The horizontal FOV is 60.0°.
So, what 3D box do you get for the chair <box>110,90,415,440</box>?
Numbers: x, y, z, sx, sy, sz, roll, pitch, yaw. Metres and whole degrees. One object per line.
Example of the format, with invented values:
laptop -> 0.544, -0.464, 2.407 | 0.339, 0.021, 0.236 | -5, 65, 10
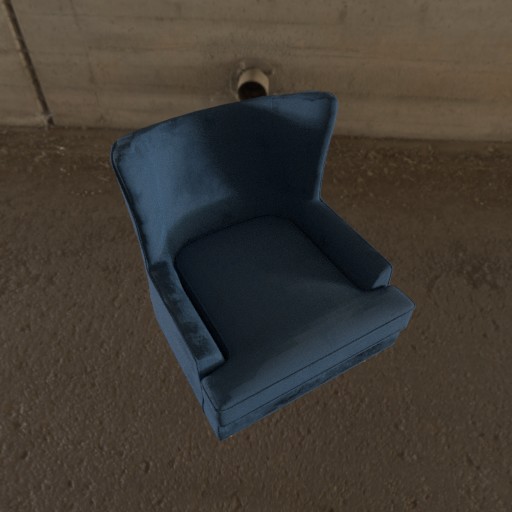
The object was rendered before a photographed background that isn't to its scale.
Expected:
chair -> 0.000, 0.000, 1.635 | 0.793, 0.952, 0.910 | -22, 50, -20
